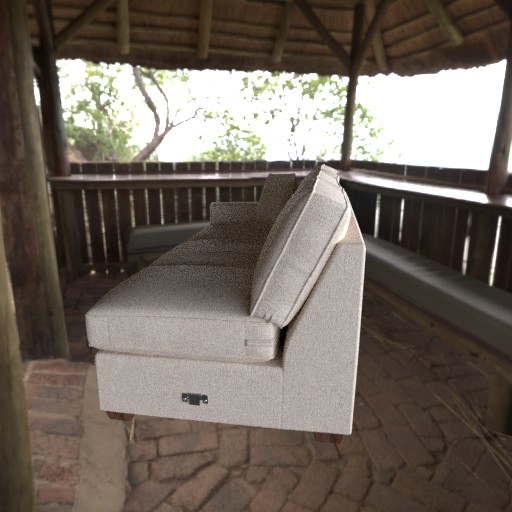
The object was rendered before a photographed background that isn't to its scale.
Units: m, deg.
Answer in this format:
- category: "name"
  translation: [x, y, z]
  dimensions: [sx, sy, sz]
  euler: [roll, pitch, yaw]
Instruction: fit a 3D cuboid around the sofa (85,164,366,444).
- category: "sofa"
  translation: [0.000, 0.000, 2.497]
  dimensions: [1.034, 0.946, 1.962]
  euler: [2, 14, 9]
